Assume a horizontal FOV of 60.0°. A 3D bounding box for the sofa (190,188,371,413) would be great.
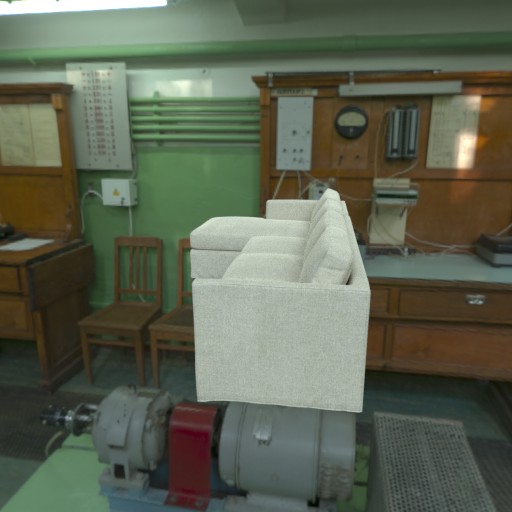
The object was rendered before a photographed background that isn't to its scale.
[{"bbox_3d":[0.000,0.000,3.904,1.650,0.922,3.205,2,15,8],"label":"sofa"}]
